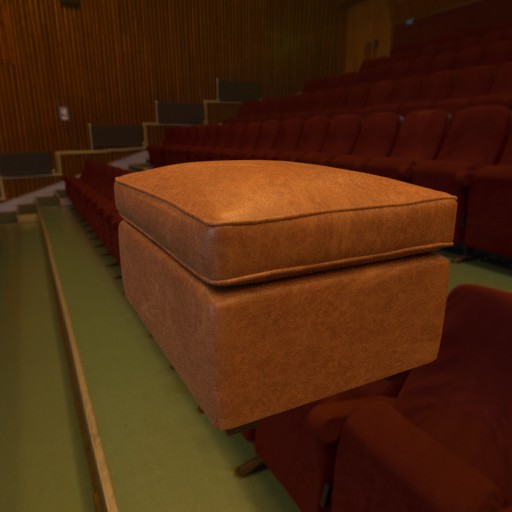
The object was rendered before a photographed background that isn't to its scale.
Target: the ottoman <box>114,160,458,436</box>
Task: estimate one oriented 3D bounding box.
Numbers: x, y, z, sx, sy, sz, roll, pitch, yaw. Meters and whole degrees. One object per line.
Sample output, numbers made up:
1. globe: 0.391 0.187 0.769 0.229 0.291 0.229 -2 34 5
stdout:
1. ottoman: 0.000 0.000 1.124 0.554 0.468 0.756 -8 18 -27
